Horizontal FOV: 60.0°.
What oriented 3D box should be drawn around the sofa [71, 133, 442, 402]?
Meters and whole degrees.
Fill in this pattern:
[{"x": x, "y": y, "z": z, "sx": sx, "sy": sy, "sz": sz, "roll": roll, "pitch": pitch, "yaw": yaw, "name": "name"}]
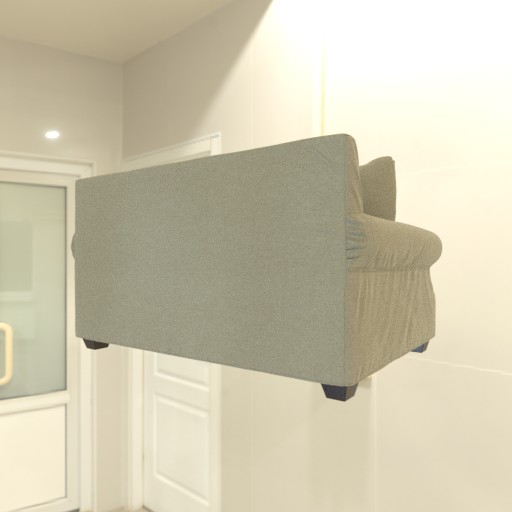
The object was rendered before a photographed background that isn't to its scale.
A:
[{"x": 0.000, "y": 0.000, "z": 2.154, "sx": 1.550, "sy": 0.905, "sz": 1.070, "roll": 0, "pitch": 0, "yaw": 36, "name": "sofa"}]
